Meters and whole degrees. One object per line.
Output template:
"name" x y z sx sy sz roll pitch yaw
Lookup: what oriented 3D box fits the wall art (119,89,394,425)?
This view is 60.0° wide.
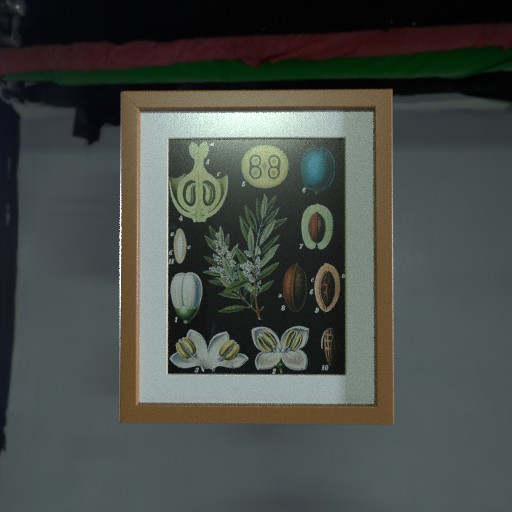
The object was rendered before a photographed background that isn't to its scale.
"wall art" 0.000 0.000 0.509 0.310 0.379 0.015 0 -1 1
